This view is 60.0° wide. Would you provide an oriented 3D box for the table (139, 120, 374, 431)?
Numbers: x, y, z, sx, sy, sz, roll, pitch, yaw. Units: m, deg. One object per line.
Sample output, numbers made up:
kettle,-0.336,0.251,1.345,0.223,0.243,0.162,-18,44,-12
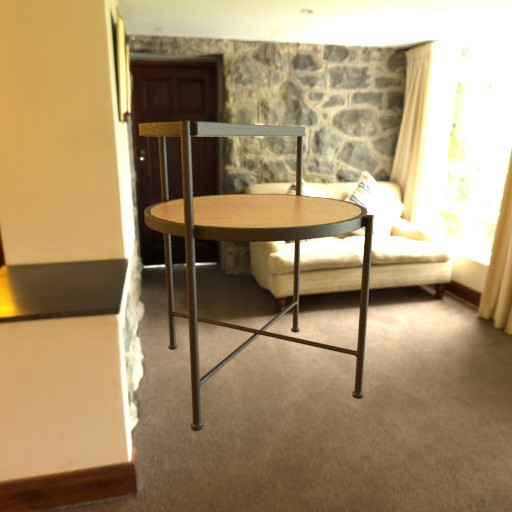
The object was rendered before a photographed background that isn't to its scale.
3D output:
table,0.000,0.000,1.203,0.628,0.684,0.629,8,17,26
